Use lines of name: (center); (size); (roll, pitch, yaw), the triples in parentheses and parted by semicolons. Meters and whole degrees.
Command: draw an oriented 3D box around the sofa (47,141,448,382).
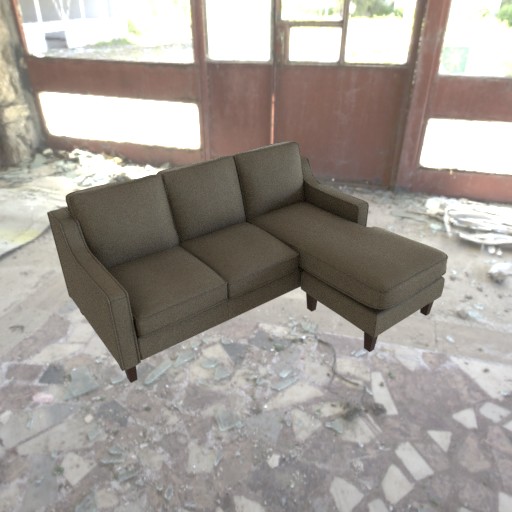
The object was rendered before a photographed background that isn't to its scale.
sofa: (0.000, 0.000, 3.290); (2.317, 1.081, 1.858); (-21, 36, -32)
